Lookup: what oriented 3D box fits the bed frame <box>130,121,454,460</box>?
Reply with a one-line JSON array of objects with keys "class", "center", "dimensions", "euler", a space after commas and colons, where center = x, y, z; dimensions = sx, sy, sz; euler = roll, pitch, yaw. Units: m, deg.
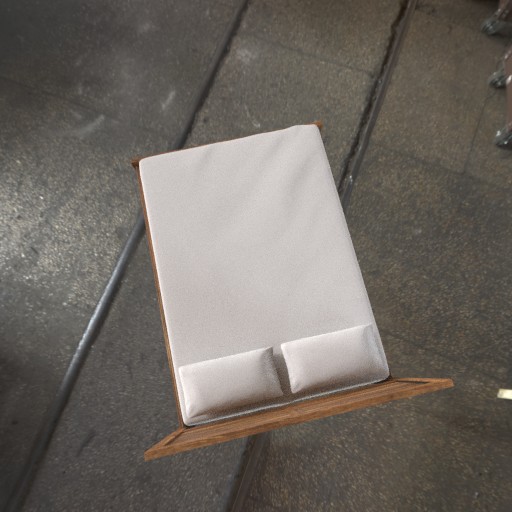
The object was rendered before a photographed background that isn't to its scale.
[{"class": "bed frame", "center": [0.000, 0.000, 3.328], "dimensions": [1.696, 1.417, 2.276], "euler": [-12, 75, -3]}]
